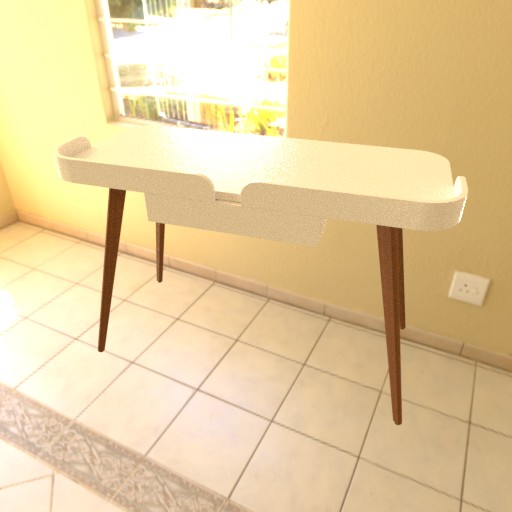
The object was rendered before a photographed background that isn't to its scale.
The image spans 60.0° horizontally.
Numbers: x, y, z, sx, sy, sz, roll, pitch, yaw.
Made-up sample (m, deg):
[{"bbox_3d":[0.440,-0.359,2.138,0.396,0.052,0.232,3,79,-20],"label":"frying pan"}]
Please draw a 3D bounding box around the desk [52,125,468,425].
[{"bbox_3d":[0.000,0.000,1.598,1.206,0.807,0.534,9,34,14],"label":"desk"}]
